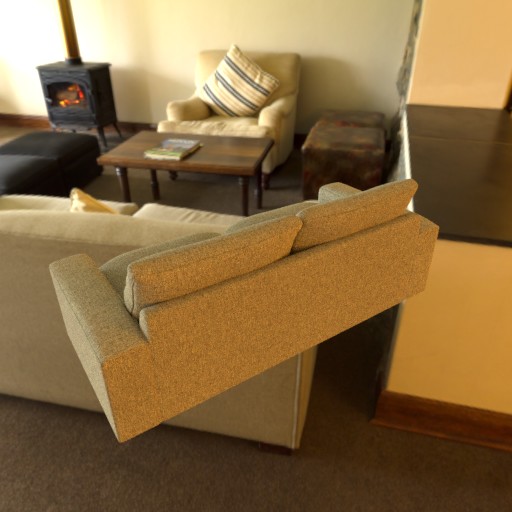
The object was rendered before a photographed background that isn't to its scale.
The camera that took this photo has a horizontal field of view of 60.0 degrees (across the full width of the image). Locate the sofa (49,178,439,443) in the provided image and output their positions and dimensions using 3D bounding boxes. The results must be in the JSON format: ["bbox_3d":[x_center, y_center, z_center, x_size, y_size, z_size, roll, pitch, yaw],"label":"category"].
[{"bbox_3d":[0.000,0.000,2.850,2.299,0.922,1.040,-19,36,-29],"label":"sofa"}]
